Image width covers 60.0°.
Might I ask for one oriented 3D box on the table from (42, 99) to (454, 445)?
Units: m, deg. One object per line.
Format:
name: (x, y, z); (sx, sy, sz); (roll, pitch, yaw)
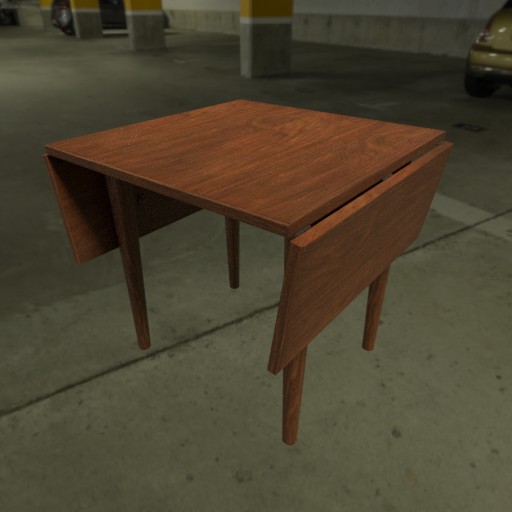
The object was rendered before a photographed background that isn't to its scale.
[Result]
table: (0.000, 0.000, 1.425); (0.843, 0.763, 0.812); (21, 36, 33)
